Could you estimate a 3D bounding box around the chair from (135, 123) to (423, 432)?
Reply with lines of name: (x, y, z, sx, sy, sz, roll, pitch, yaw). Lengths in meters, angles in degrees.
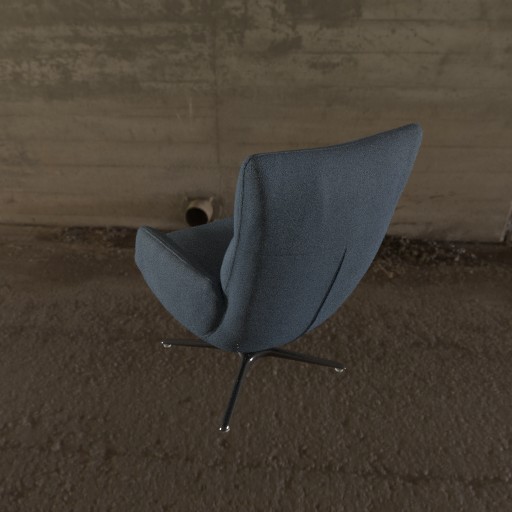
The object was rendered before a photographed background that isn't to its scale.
chair: (0.000, 0.000, 1.556, 0.711, 1.016, 0.889, -18, 35, -28)
